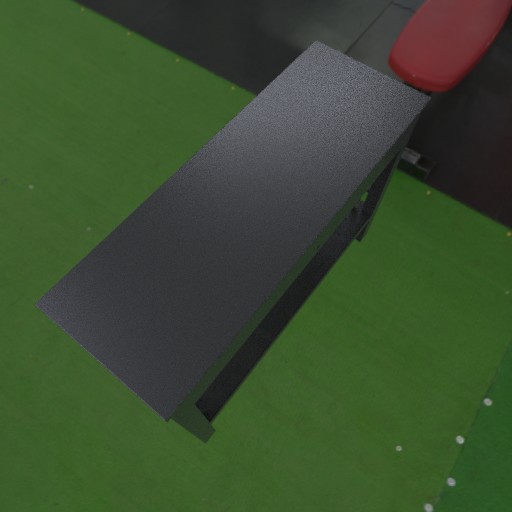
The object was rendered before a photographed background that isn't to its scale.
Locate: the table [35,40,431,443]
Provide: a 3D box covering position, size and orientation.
[{"bbox_3d":[0.000,0.000,1.424,0.397,0.753,1.068,35,68,16],"label":"table"}]
